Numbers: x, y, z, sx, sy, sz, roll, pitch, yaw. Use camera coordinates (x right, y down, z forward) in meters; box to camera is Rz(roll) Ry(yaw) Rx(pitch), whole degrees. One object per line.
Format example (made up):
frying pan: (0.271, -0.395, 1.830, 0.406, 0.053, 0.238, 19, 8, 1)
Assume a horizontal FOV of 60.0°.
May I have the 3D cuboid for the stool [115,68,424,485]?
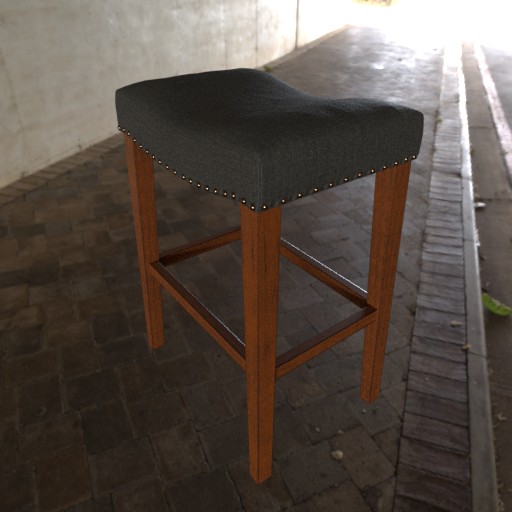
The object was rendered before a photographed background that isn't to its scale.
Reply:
stool: (0.000, 0.000, 0.843, 0.320, 0.612, 0.439, -22, 38, -30)
